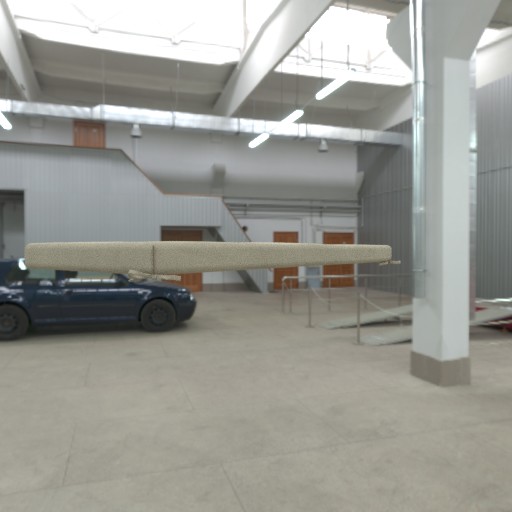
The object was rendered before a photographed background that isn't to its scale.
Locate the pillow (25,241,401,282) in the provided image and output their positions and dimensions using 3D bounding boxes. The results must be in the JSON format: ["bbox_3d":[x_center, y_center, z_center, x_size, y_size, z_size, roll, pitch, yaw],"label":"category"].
[{"bbox_3d":[0.000,0.000,1.330,0.492,0.081,1.187,1,1,37],"label":"pillow"}]
